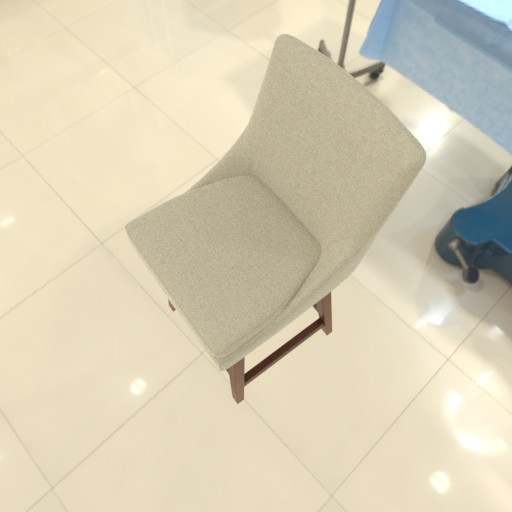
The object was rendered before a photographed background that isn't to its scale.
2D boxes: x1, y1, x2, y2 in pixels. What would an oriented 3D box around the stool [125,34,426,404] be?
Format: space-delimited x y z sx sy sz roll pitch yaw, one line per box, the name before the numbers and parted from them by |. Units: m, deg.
stool | 0.000 0.000 1.293 0.559 0.991 0.469 -34 68 -16
